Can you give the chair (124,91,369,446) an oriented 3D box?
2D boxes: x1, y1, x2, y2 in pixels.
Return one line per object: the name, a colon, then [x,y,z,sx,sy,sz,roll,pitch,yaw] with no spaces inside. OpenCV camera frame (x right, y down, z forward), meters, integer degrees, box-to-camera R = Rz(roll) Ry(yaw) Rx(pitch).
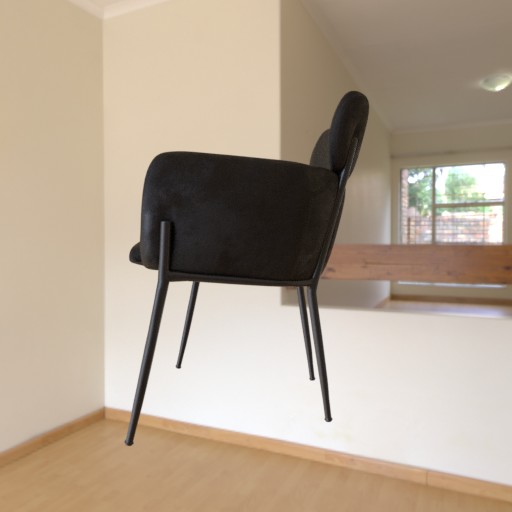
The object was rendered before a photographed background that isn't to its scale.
chair: [0.000,0.000,1.266,0.604,0.818,0.640,0,2,0]
